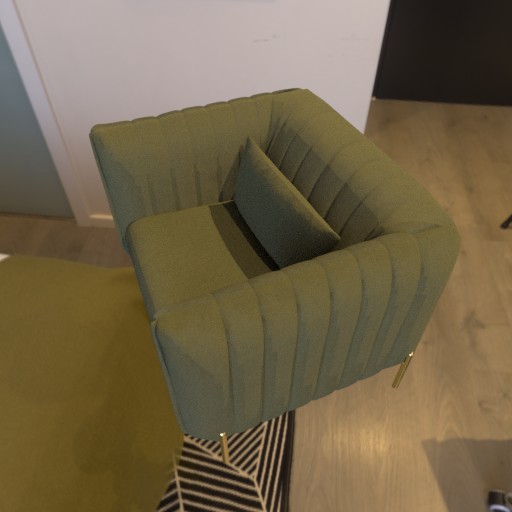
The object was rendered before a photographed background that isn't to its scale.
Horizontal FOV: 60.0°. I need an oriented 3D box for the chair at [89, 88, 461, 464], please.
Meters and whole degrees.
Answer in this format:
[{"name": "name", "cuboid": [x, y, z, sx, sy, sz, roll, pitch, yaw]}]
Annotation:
[{"name": "chair", "cuboid": [0.000, 0.000, 1.616, 0.877, 0.794, 1.032, -17, 48, -16]}]
